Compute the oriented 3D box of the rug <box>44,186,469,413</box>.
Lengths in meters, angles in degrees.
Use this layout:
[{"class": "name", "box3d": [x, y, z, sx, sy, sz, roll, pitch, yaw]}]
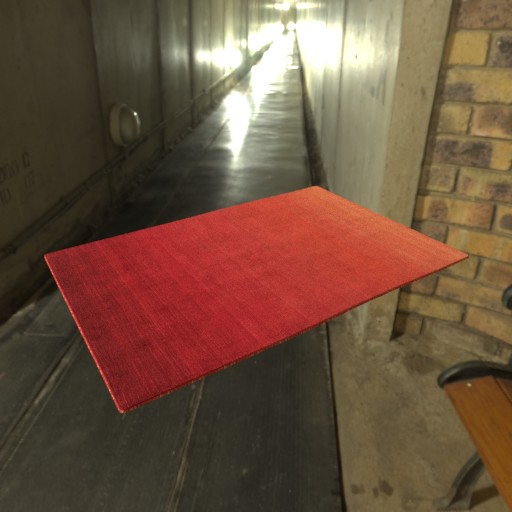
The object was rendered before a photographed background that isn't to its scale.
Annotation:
[{"class": "rug", "box3d": [0.000, 0.000, 2.290, 1.835, 0.018, 1.230, -18, 34, -29]}]
